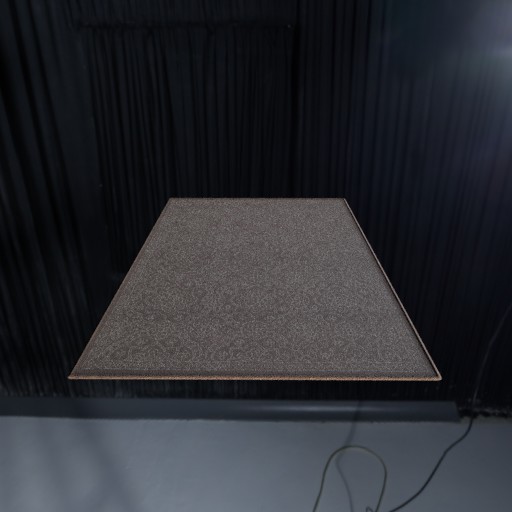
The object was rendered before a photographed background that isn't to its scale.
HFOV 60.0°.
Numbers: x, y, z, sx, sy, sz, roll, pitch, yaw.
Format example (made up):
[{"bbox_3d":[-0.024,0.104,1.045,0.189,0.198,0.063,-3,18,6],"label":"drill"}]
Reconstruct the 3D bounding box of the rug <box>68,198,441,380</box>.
[{"bbox_3d":[0.000,0.000,2.825,1.524,0.011,2.286,0,26,0],"label":"rug"}]
